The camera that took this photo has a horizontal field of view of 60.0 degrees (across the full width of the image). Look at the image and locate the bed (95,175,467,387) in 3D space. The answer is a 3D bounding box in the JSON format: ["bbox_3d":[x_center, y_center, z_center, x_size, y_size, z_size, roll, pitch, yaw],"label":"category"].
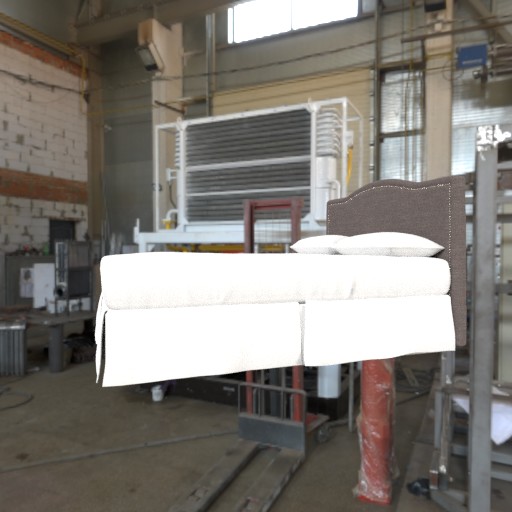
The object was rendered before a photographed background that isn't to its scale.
[{"bbox_3d":[0.000,0.000,3.919,2.689,1.457,2.161,0,1,-19],"label":"bed"}]
